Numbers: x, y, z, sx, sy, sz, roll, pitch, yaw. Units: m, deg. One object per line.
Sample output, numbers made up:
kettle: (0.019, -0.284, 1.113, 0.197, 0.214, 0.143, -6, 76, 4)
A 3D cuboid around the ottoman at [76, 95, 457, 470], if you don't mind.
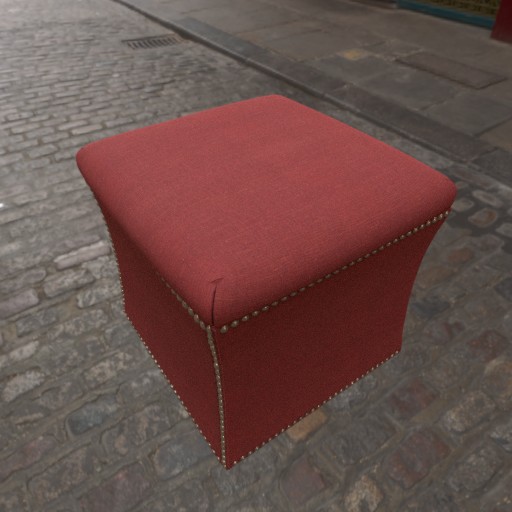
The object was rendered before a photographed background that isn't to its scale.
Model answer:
ottoman: (0.000, 0.000, 0.896, 0.497, 0.475, 0.507, -24, 46, -26)
